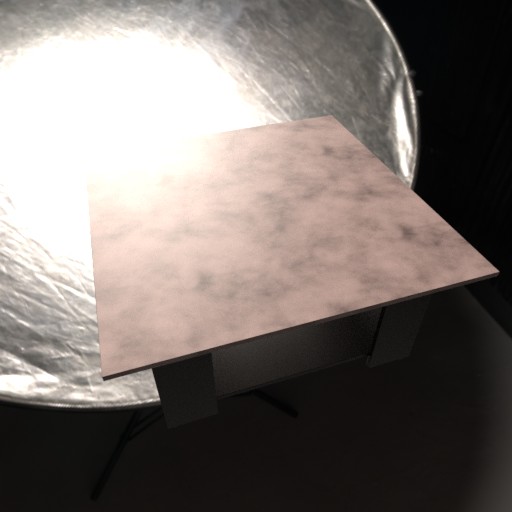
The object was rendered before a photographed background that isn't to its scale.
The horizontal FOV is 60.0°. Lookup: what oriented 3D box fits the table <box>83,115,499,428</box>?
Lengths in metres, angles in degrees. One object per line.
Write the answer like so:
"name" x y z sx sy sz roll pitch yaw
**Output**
"table" 0.000 0.000 1.029 0.670 0.305 0.670 -12 43 -14
